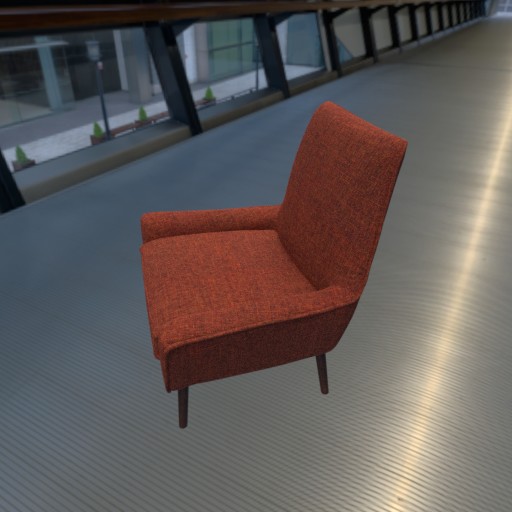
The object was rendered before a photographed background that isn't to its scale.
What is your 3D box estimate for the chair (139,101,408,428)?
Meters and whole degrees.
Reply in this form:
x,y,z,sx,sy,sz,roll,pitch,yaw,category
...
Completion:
x,y,z,sx,sy,sz,roll,pitch,yaw,category
0.000,0.000,1.547,0.784,0.911,0.803,-9,33,-14,chair
